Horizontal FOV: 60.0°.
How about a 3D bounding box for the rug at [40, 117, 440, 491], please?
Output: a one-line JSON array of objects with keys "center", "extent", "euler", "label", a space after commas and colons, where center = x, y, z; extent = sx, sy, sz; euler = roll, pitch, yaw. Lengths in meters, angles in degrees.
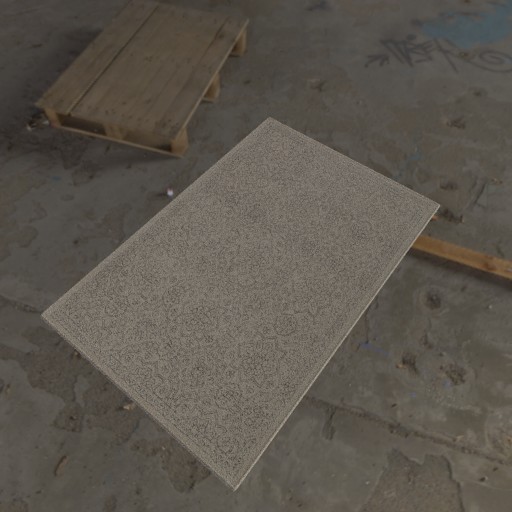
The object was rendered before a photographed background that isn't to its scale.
[{"center": [0.000, 0.000, 2.319], "extent": [1.219, 0.010, 1.829], "euler": [33, 63, 20], "label": "rug"}]
